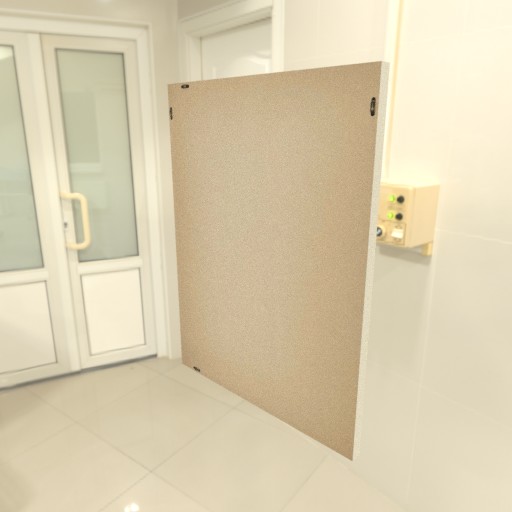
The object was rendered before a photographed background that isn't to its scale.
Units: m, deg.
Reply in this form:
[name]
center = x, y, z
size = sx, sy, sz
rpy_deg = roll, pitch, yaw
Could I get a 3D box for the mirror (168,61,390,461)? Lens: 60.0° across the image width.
[mirror]
center = 0.000, 0.000, 1.339
size = 0.762, 1.016, 0.041
rpy_deg = 15, 22, 41
